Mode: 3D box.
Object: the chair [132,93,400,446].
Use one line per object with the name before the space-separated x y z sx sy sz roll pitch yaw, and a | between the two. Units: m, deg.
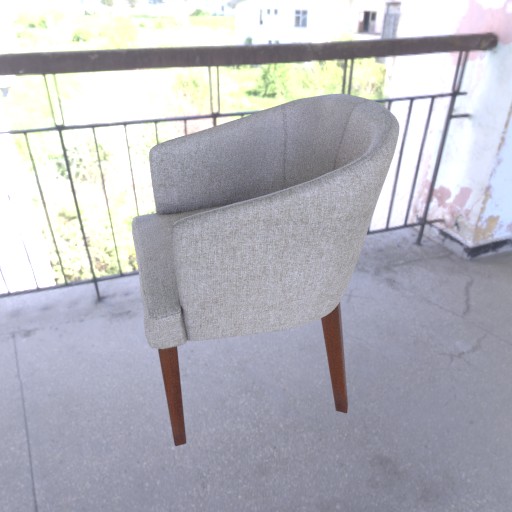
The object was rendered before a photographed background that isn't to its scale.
chair | 0.000 0.000 1.249 0.655 0.811 0.583 -9 32 -14
